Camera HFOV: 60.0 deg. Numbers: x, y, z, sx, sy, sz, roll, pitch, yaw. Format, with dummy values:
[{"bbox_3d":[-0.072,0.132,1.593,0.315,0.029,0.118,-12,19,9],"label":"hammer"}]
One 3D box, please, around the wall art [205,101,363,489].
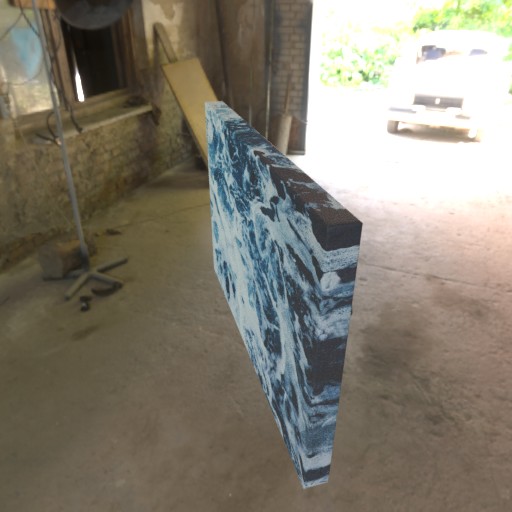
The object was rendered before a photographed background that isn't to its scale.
[{"bbox_3d":[0.000,0.000,0.772,0.043,0.407,0.609,-8,31,-14],"label":"wall art"}]
